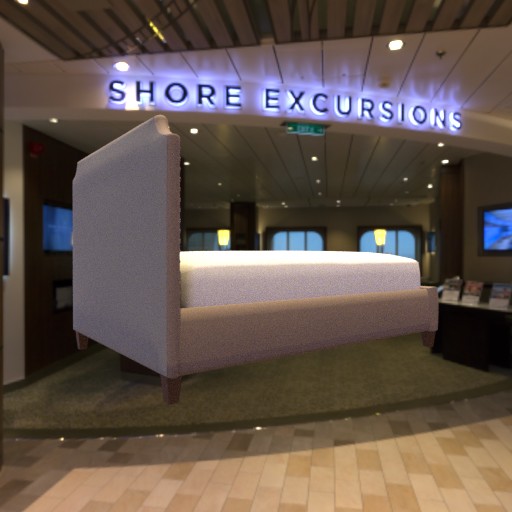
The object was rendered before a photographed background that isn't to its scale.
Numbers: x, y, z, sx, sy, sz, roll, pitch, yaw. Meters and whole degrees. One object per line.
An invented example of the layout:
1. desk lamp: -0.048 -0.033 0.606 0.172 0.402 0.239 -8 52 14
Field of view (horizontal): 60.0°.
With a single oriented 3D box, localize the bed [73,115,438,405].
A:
1. bed: 0.000 0.000 3.480 2.372 1.443 1.713 0 0 -37
